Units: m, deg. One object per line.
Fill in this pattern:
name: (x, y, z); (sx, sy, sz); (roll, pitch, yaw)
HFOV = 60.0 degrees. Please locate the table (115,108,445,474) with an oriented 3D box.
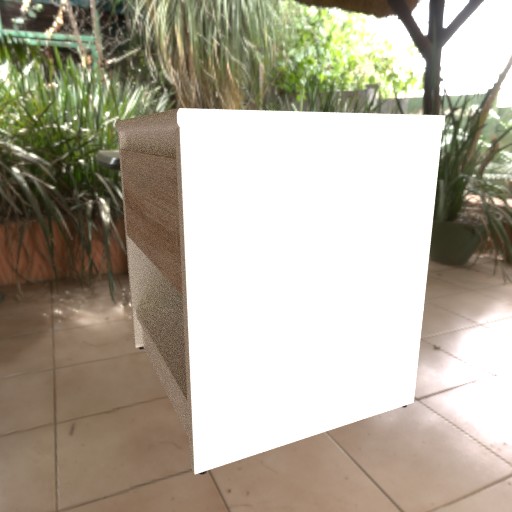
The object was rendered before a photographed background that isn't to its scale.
table: (0.000, 0.000, 0.776); (0.380, 0.460, 0.420); (-7, 17, -24)
